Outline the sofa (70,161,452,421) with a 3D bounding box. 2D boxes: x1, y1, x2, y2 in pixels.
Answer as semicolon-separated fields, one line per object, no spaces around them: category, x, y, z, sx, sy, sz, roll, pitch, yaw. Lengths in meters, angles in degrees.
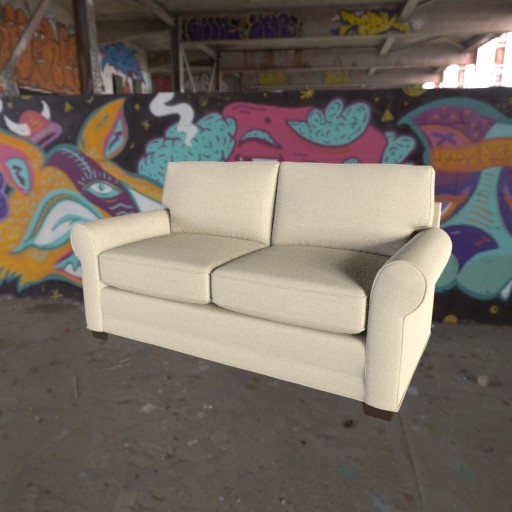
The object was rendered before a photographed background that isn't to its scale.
sofa;0.000;0.000;2.260;1.774;0.933;0.861;7;15;28
